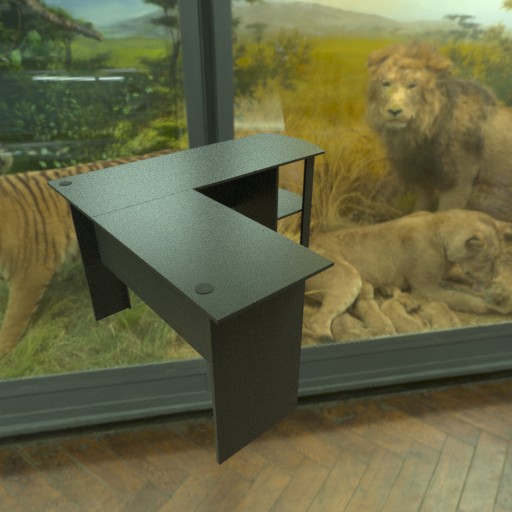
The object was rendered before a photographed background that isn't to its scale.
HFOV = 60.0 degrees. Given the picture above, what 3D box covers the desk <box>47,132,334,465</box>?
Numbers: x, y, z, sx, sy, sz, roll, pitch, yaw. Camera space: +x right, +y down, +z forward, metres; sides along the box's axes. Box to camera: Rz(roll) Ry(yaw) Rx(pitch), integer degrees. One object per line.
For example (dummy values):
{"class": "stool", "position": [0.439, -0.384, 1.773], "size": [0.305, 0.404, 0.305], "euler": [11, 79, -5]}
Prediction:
{"class": "desk", "position": [0.000, 0.000, 2.120], "size": [1.361, 0.716, 1.303], "euler": [-23, 37, -34]}
